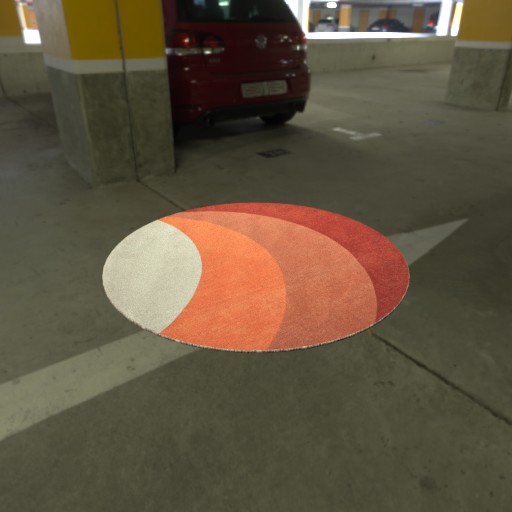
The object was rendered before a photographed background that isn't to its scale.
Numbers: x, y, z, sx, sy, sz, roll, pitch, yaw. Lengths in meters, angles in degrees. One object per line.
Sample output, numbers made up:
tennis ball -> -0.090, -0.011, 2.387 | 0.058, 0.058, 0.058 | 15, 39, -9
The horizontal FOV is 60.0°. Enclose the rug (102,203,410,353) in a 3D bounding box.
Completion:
rug -> 0.000, 0.000, 2.285 | 1.514, 0.015, 1.514 | 0, 28, 0
